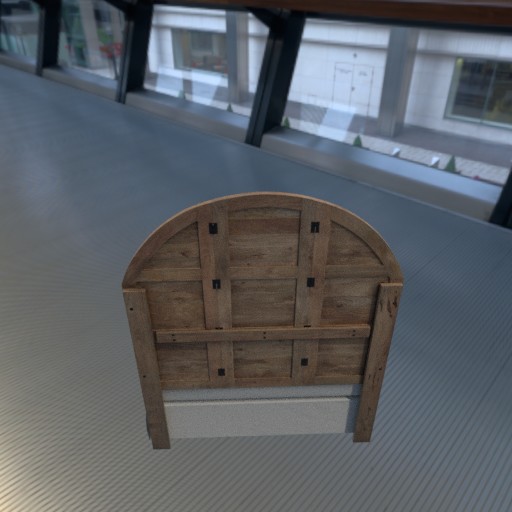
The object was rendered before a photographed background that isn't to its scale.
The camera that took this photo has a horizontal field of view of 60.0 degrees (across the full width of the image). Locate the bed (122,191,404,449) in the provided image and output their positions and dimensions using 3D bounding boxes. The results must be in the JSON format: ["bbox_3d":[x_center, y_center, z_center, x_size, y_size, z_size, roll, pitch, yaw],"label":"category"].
[{"bbox_3d":[0.000,0.000,3.648,1.713,2.002,2.112,-1,32,-2],"label":"bed"}]
